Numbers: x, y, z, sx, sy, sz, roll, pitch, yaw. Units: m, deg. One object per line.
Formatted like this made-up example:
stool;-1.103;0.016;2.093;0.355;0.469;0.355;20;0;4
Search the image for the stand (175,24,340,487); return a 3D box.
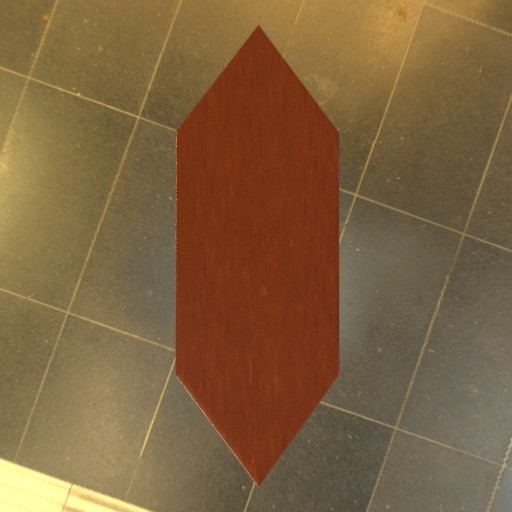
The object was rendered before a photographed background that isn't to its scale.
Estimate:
stand;0.000;0.000;1.330;0.381;0.614;1.072;0;89;-1
